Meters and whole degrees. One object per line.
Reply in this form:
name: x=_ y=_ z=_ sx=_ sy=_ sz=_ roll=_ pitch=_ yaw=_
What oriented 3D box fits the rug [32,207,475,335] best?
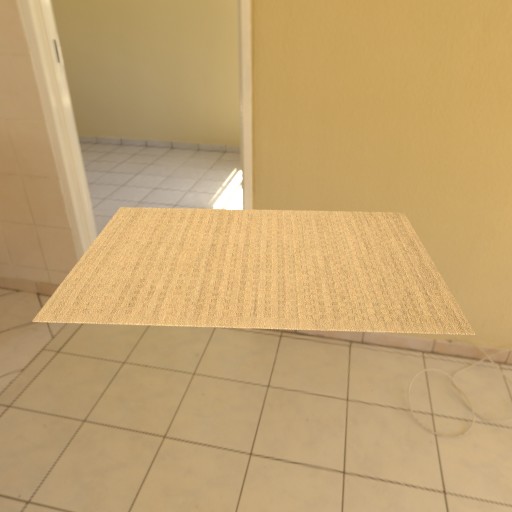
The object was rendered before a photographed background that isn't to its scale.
rug: x=0.000 y=0.000 z=2.247 sx=1.752 sy=0.006 sz=1.142 roll=1 pitch=30 yaw=2
